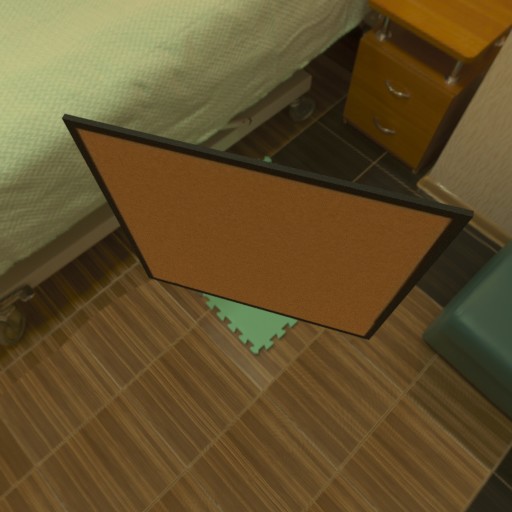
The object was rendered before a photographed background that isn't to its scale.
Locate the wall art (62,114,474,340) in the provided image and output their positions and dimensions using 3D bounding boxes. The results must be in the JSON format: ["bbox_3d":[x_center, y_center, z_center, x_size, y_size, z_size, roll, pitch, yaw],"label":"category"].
[{"bbox_3d":[0.000,0.000,1.225,0.823,0.823,0.013,15,65,7],"label":"wall art"}]
